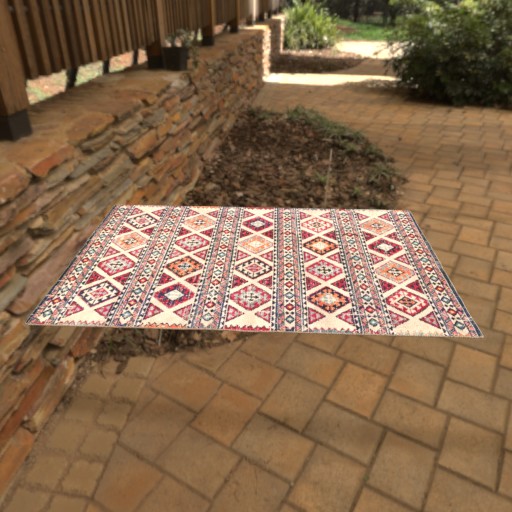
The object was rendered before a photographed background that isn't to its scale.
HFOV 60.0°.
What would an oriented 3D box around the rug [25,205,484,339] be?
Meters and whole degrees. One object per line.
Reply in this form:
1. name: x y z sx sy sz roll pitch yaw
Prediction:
1. rug: 0.000 0.000 2.995 2.440 0.010 1.545 1 31 2
